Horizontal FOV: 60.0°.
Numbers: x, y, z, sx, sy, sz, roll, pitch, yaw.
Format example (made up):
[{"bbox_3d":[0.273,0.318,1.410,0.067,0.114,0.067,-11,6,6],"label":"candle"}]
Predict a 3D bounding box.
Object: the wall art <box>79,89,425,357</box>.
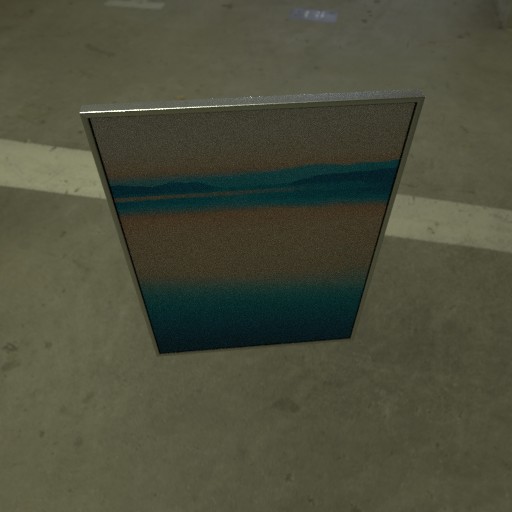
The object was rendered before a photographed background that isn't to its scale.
[{"bbox_3d":[0.000,0.000,1.420,0.801,1.062,0.037,-4,47,-4],"label":"wall art"}]
